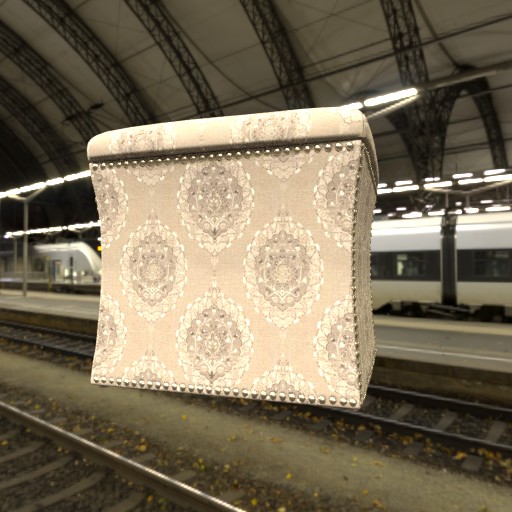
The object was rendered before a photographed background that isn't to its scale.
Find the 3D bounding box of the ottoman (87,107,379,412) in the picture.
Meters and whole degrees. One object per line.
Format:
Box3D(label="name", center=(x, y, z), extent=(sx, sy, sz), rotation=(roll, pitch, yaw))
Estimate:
Box3D(label="ottoman", center=(0.000, 0.000, 0.933), extent=(0.497, 0.473, 0.507), rotation=(-1, -2, 17))
